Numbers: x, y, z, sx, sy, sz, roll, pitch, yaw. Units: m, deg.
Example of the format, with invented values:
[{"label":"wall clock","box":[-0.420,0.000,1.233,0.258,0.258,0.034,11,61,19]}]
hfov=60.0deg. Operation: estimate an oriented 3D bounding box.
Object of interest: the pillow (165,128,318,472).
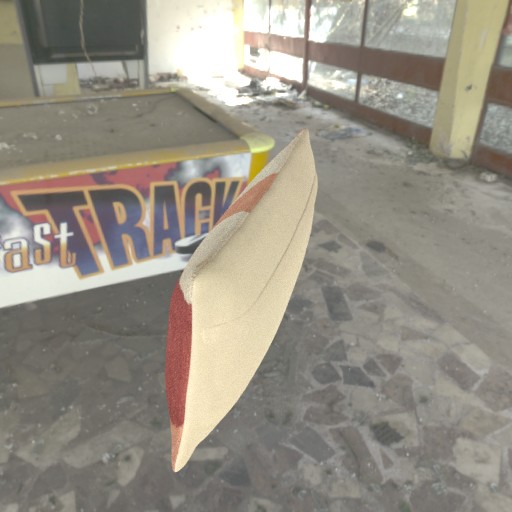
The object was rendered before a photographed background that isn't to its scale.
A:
[{"label":"pillow","box":[0.000,0.000,0.724,0.155,0.292,0.609,8,30,13]}]
